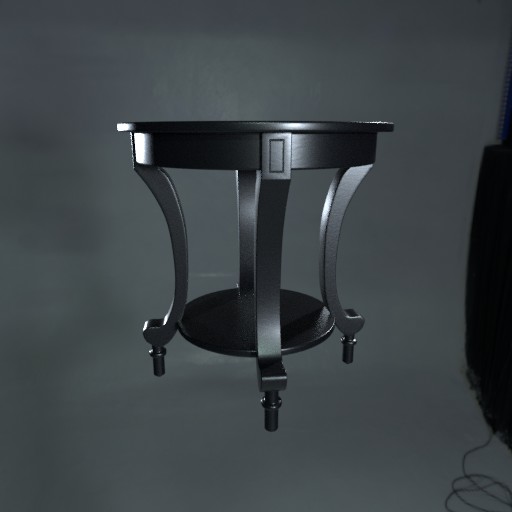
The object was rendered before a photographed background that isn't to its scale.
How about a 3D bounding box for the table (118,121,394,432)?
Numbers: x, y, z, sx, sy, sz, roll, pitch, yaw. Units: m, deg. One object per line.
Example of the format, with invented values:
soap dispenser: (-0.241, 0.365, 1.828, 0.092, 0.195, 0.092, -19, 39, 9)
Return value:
table: (0.000, 0.000, 1.081, 0.597, 0.618, 0.597, 0, 16, 0)
